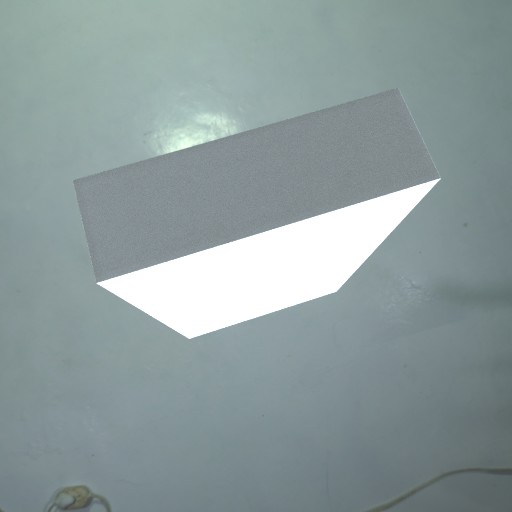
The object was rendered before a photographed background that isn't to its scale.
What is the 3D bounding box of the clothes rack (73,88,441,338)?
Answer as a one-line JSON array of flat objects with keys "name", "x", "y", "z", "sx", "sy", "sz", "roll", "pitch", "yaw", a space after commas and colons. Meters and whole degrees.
[{"name": "clothes rack", "x": 0.000, "y": 0.000, "z": 1.565, "sx": 0.750, "sy": 1.280, "sz": 0.250, "roll": -17, "pitch": 75, "yaw": -5}]
